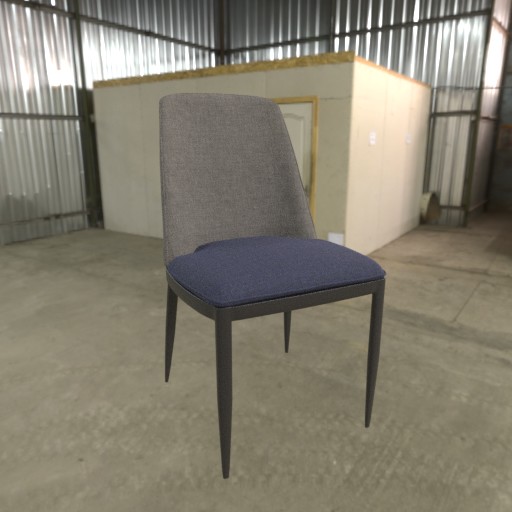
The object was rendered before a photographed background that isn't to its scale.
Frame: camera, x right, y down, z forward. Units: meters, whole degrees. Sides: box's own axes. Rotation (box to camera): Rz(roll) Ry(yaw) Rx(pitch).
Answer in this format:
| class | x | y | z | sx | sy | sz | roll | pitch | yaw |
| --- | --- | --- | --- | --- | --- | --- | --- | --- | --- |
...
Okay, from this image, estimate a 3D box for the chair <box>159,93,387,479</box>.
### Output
| class | x | y | z | sx | sy | sz | roll | pitch | yaw |
| --- | --- | --- | --- | --- | --- | --- | --- | --- | --- |
| chair | 0.000 | 0.000 | 1.184 | 0.488 | 0.855 | 0.550 | -8 | 17 | -25 |
